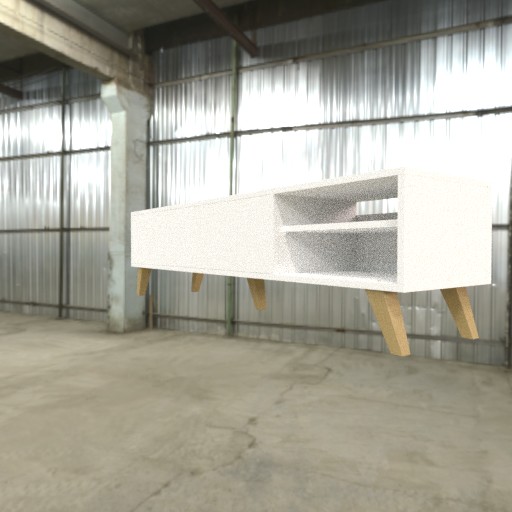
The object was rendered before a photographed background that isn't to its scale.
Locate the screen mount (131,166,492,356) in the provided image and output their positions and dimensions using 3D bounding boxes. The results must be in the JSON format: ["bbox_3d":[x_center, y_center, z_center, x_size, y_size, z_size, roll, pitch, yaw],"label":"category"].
[{"bbox_3d":[0.000,0.000,1.765,0.399,0.432,1.644,-1,1,-37],"label":"screen mount"}]
